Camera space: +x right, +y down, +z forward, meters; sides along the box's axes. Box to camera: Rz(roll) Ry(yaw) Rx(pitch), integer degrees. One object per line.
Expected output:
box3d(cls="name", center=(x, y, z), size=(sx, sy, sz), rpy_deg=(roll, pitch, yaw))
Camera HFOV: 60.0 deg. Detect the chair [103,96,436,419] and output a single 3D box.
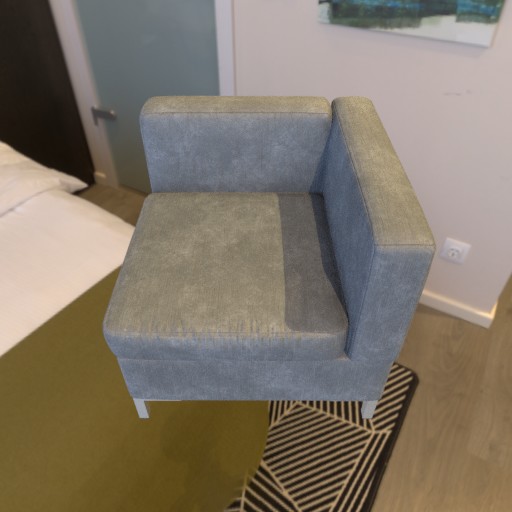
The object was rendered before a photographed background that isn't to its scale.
box3d(cls="chair", center=(0.000, 0.000, 1.228), size=(0.680, 0.660, 0.680), rpy_deg=(0, 42, 0))
